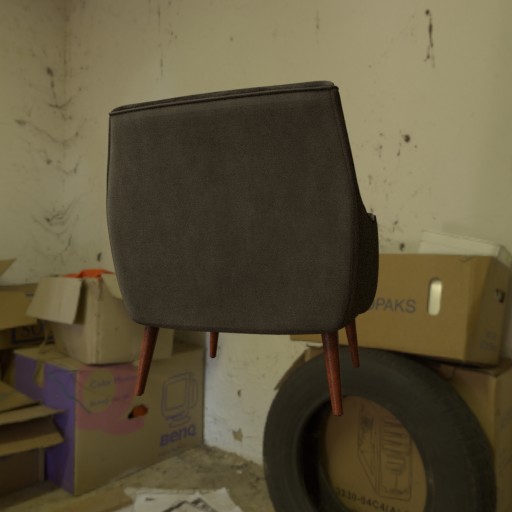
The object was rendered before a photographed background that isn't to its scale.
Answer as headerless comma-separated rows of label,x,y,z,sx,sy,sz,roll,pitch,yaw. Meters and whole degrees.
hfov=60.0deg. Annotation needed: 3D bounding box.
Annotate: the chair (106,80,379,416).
chair,0.000,0.000,1.466,0.762,0.838,0.787,0,-1,18
